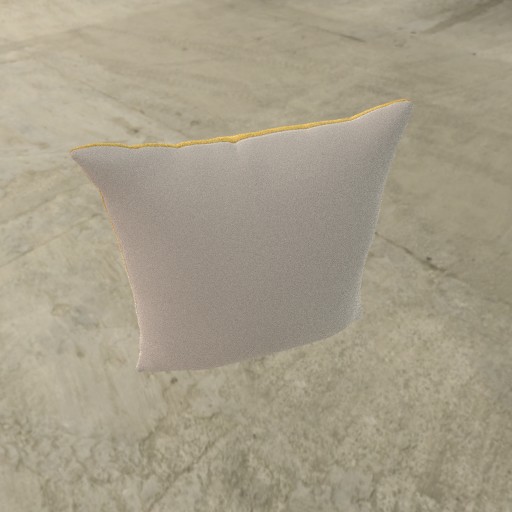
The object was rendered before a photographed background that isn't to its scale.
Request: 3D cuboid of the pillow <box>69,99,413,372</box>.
[{"bbox_3d":[0.000,0.000,0.701,0.450,0.450,0.211,-12,43,-13],"label":"pillow"}]
